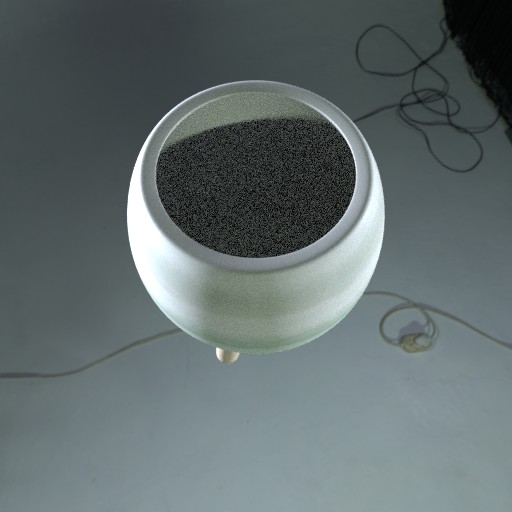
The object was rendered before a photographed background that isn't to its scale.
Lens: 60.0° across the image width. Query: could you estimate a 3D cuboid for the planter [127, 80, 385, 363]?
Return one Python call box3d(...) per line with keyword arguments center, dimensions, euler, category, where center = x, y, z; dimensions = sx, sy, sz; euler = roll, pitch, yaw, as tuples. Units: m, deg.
box3d(center=(0.000, 0.000, 0.334), dimensions=(0.161, 0.224, 0.161), euler=(0, 65, 0), category="planter")
